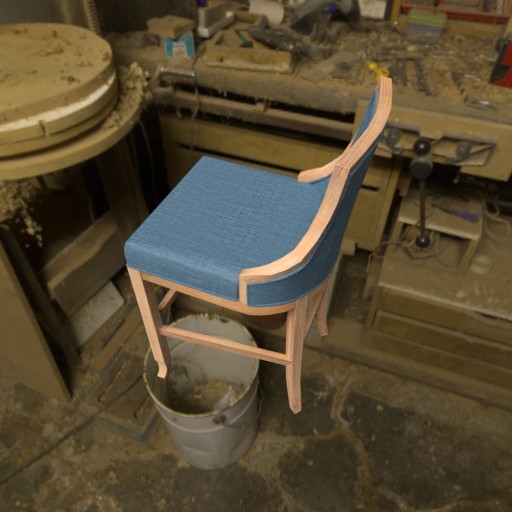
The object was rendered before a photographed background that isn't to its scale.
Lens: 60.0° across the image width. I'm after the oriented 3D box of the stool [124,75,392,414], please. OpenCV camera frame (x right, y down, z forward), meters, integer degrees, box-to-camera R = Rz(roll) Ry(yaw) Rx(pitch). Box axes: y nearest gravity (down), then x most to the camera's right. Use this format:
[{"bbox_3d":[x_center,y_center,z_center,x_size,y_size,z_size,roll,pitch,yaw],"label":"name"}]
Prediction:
[{"bbox_3d":[0.000,0.000,1.448,0.626,1.101,0.524,16,47,16],"label":"stool"}]
